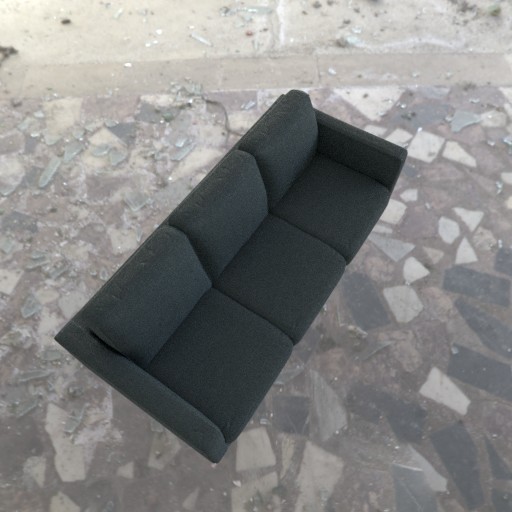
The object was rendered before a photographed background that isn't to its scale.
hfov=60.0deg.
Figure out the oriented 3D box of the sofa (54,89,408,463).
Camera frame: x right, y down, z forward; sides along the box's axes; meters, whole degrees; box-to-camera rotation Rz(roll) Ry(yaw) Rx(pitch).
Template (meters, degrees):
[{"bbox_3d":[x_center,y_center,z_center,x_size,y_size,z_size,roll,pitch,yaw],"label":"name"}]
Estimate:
[{"bbox_3d":[0.000,0.000,2.552,0.935,0.945,2.013,30,64,16],"label":"sofa"}]
